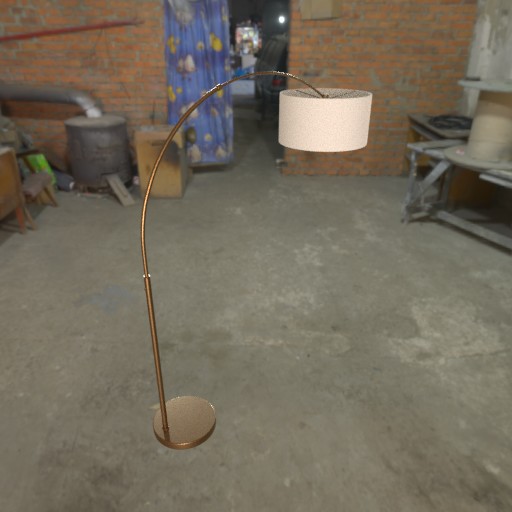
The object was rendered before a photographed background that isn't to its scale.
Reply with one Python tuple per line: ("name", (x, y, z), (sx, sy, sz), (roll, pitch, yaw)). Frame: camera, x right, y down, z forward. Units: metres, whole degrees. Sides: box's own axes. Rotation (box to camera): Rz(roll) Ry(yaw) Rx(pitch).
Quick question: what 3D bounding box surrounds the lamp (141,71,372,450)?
("lamp", (0.000, 0.000, 2.511), (1.434, 1.927, 0.493), (-19, 32, -33))
